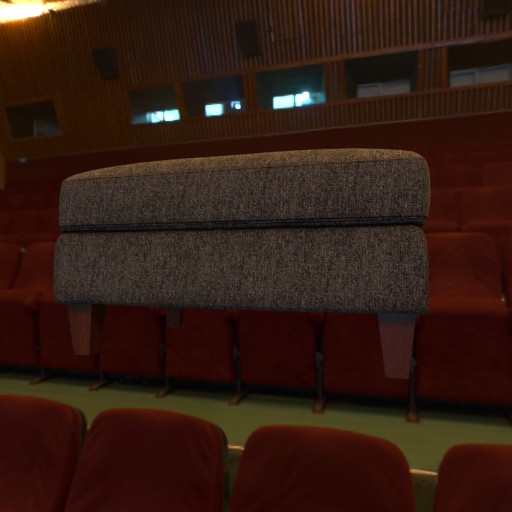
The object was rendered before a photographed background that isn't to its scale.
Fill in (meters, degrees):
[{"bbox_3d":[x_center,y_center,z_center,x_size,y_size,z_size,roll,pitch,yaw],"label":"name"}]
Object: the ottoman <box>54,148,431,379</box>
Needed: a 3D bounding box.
[{"bbox_3d":[0.000,0.000,1.210,0.864,0.483,0.584,0,-1,17],"label":"ottoman"}]
